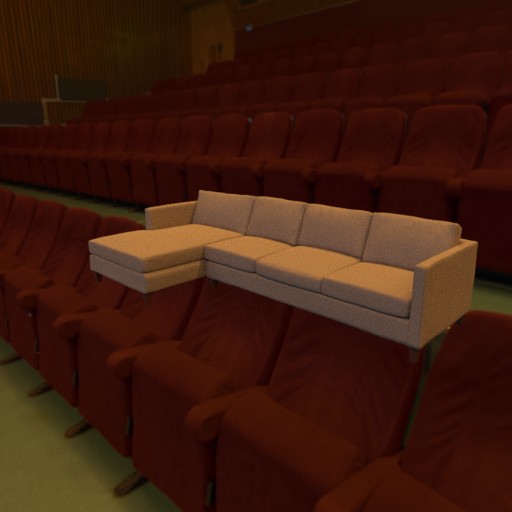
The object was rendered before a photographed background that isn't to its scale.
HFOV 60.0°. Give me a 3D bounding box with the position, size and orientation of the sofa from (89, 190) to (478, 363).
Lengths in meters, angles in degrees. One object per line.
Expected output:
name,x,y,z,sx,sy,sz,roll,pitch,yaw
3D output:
sofa,0.000,0.000,3.945,3.186,0.846,1.625,15,21,42
